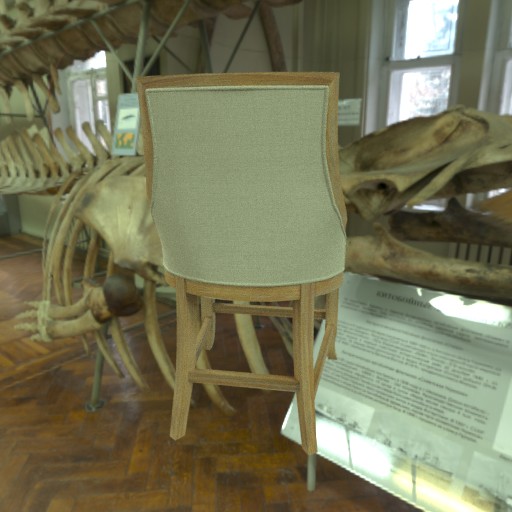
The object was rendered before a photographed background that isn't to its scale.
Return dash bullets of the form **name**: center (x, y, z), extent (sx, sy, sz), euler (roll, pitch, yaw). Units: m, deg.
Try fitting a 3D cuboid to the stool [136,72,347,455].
- **stool**: center (0.000, 0.000, 1.313), extent (0.524, 0.938, 0.626), euler (2, 15, 9)
